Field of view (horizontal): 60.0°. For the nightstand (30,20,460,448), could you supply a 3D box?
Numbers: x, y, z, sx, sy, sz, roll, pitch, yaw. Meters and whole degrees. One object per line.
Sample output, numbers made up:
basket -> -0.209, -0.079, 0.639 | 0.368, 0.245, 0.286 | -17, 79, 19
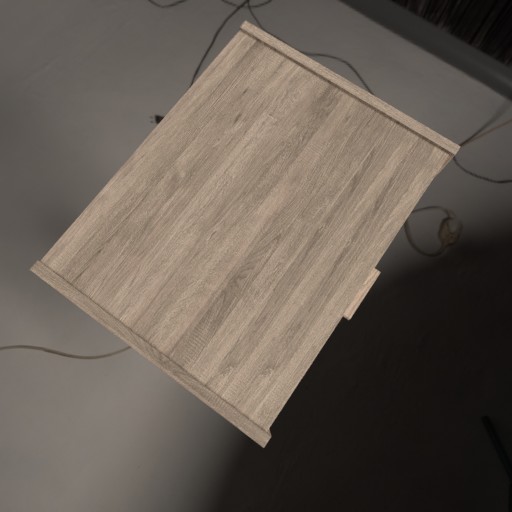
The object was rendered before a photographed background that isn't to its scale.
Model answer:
nightstand -> 0.000, 0.000, 0.839 | 0.380, 0.500, 0.480 | 34, 78, 9
